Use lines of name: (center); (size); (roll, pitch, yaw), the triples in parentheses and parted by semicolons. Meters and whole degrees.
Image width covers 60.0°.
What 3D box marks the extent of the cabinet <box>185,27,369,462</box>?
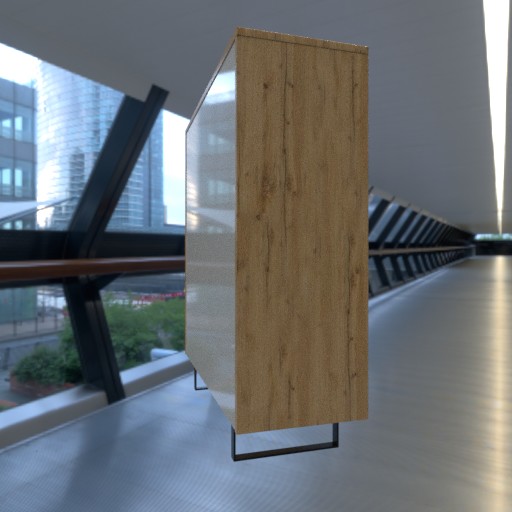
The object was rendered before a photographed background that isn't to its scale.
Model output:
cabinet: (0.000, 0.000, 1.976); (0.473, 1.397, 1.168); (0, 0, -17)
